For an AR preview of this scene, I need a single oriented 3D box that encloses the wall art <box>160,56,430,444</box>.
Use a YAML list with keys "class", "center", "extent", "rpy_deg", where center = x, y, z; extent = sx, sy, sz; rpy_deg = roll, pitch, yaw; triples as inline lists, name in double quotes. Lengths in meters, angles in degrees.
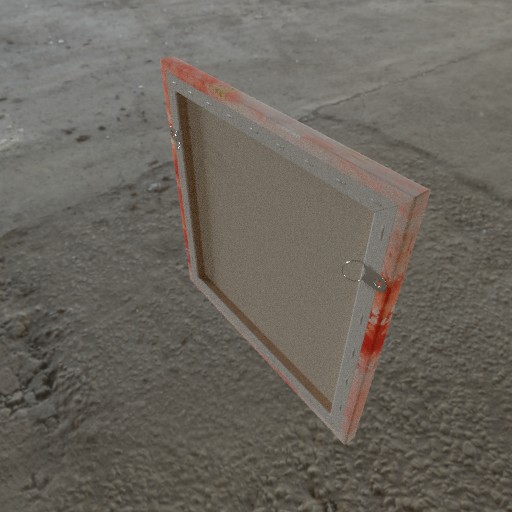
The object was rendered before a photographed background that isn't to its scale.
- class: "wall art"
  center: [0.000, 0.000, 1.091]
  extent: [0.064, 0.746, 0.747]
  rpy_deg: [-27, 48, -27]
